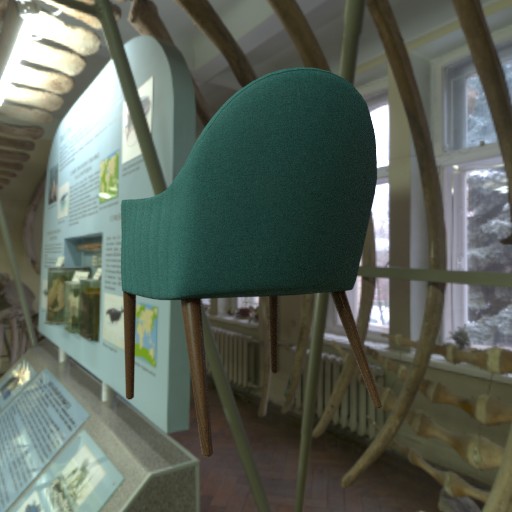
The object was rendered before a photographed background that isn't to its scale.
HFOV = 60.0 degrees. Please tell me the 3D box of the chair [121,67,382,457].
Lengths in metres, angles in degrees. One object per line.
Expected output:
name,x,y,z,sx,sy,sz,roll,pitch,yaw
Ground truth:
chair,0.000,0.000,1.349,0.656,0.907,0.652,1,-1,-35
